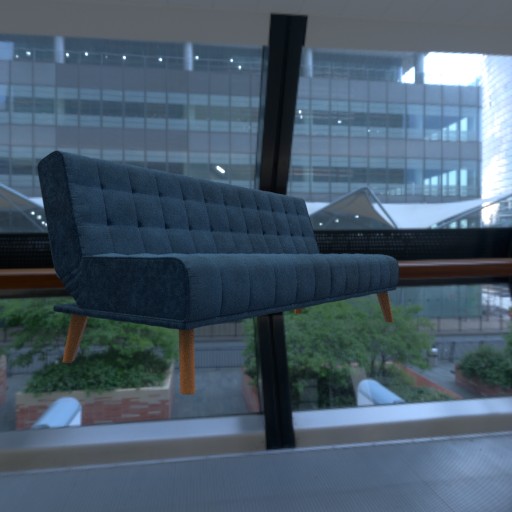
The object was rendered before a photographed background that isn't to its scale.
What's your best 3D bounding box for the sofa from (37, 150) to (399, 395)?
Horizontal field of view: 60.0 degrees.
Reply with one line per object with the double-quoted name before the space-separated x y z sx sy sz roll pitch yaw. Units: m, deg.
"sofa" 0.000 0.000 2.246 0.855 0.813 1.804 0 0 37
